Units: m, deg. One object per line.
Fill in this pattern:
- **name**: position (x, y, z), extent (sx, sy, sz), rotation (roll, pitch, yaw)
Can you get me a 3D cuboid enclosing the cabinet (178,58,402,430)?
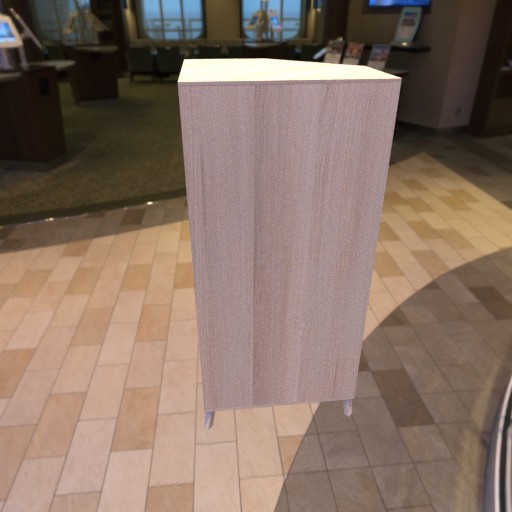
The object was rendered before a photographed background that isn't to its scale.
- **cabinet**: position (0.000, 0.000, 2.517), extent (1.272, 1.957, 0.969), rotation (21, 35, 33)
